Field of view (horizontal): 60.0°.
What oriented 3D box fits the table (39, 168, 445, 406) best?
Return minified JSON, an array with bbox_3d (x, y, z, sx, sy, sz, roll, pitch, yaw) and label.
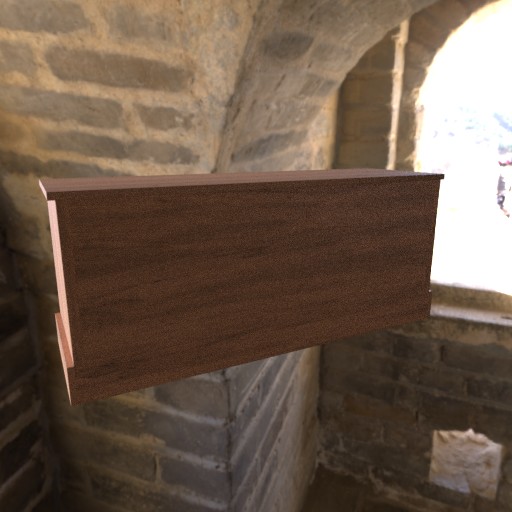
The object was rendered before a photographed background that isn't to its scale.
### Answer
[{"bbox_3d":[0.000,0.000,1.434,1.200,0.510,0.400,-7,16,-26],"label":"table"}]
